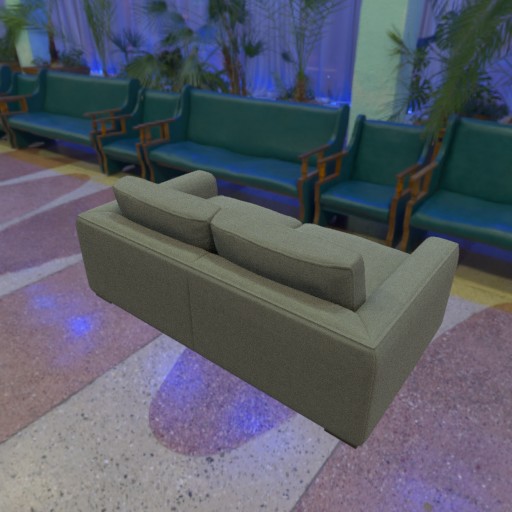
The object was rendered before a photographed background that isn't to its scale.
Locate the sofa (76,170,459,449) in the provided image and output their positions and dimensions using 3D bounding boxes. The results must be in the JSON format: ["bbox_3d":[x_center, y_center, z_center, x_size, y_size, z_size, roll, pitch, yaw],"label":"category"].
[{"bbox_3d":[0.000,0.000,2.513,1.920,0.800,1.069,21,36,32],"label":"sofa"}]
